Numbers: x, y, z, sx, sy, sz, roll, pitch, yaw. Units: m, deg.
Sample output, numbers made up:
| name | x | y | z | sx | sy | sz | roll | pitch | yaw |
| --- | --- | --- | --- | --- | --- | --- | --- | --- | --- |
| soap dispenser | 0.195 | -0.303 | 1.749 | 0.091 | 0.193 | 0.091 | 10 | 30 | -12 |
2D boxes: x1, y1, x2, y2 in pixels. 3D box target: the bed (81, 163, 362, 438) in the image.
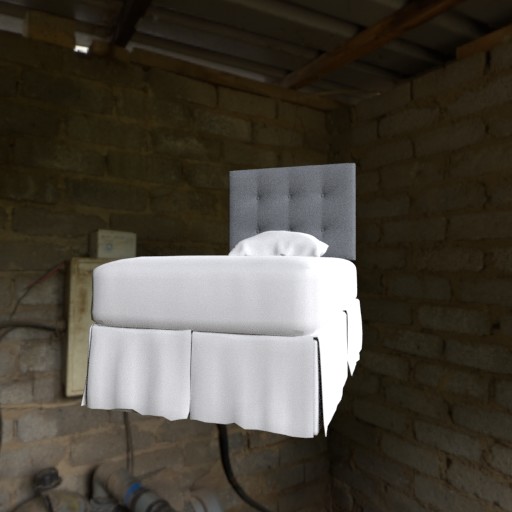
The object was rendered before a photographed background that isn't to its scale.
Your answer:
| name | x | y | z | sx | sy | sz | roll | pitch | yaw |
| --- | --- | --- | --- | --- | --- | --- | --- | --- | --- |
| bed | 0.000 | 0.000 | 2.989 | 1.261 | 1.571 | 1.997 | 0 | 0 | 18 |
